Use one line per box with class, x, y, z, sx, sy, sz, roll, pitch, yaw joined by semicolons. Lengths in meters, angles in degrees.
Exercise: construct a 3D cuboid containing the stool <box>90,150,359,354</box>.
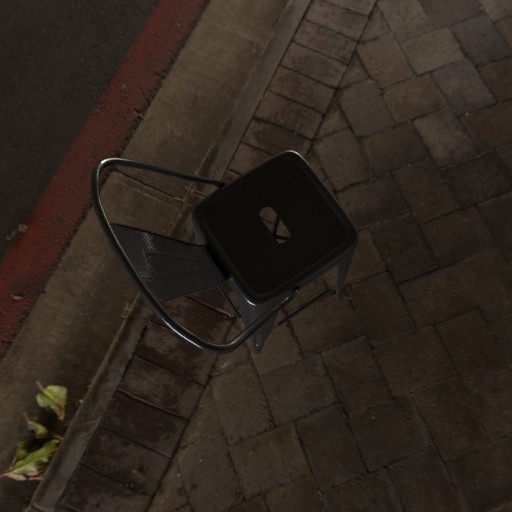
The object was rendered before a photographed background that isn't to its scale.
stool;0.000;0.000;1.250;0.528;1.022;0.432;-33;78;-8
